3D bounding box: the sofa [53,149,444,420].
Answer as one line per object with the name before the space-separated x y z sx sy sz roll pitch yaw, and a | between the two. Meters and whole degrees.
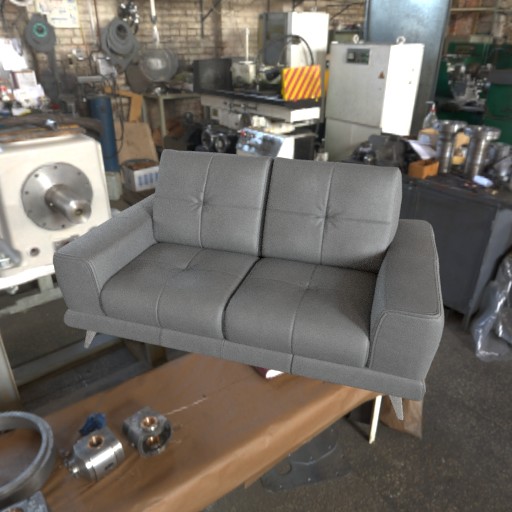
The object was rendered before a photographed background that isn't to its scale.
sofa | 0.000 0.000 2.333 1.806 0.907 1.018 8 27 16
